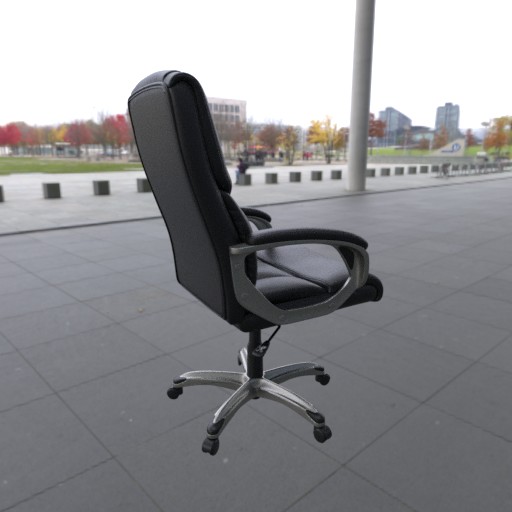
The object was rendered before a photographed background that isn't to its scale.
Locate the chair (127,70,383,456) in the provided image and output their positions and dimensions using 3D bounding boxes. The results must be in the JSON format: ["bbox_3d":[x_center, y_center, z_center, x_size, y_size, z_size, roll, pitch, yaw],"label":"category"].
[{"bbox_3d":[0.000,0.000,1.560,0.739,1.155,0.663,-7,15,-27],"label":"chair"}]
